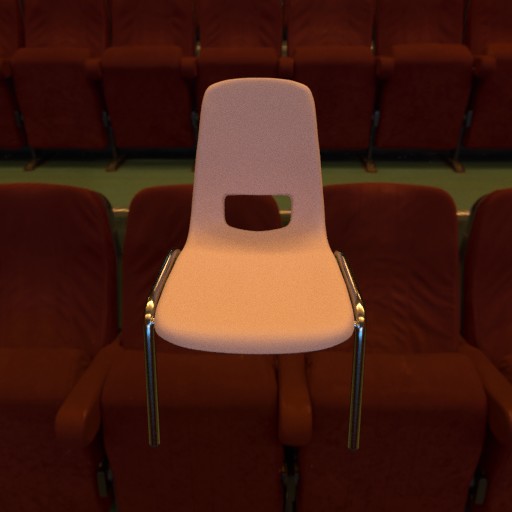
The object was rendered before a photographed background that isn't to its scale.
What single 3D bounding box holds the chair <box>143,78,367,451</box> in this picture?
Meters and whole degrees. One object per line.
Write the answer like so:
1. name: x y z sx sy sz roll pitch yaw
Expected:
1. chair: 0.000 0.000 0.779 0.354 0.537 0.385 1 30 1
